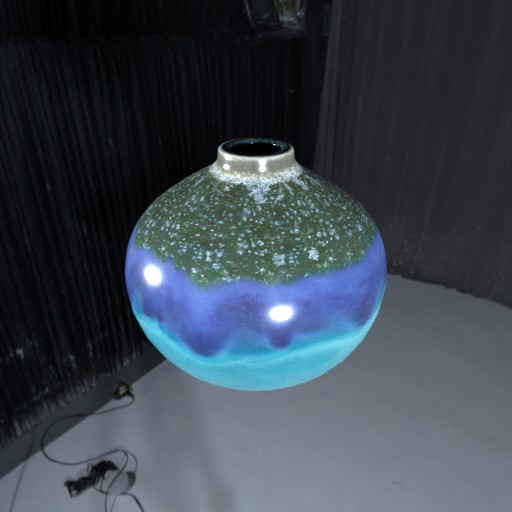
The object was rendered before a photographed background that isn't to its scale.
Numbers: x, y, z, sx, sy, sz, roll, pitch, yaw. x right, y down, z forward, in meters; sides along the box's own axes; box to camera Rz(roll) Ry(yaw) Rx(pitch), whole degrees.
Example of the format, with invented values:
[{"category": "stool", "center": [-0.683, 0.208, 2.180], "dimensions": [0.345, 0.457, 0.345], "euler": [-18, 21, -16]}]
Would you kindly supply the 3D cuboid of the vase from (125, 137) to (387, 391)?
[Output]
[{"category": "vase", "center": [0.000, 0.000, 0.267], "dimensions": [0.154, 0.133, 0.154], "euler": [0, 29, 0]}]
